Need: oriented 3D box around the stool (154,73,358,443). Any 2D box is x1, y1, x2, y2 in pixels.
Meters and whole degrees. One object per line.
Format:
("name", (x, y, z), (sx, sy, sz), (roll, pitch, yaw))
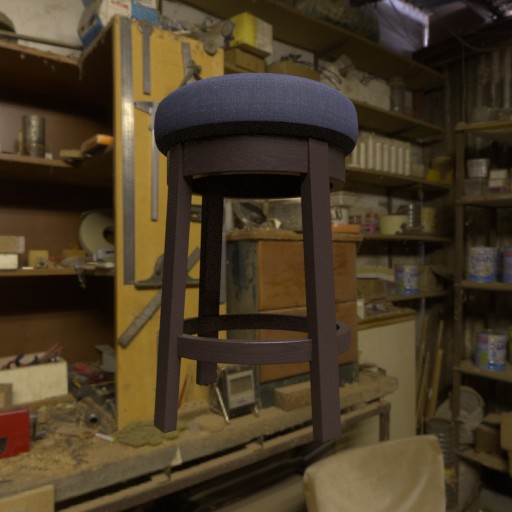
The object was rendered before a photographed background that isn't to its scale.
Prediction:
("stool", (0.000, 0.000, 0.956), (0.449, 0.655, 0.449), (0, 0, 0))
